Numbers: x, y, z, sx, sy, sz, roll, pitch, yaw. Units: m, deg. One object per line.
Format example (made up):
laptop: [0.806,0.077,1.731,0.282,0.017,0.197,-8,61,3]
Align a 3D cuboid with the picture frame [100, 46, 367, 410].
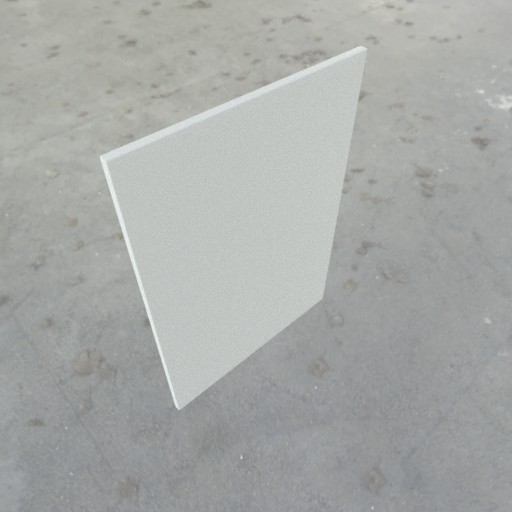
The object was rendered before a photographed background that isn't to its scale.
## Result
picture frame: [0.000,0.000,0.690,0.381,0.534,0.012,-33,55,-27]
